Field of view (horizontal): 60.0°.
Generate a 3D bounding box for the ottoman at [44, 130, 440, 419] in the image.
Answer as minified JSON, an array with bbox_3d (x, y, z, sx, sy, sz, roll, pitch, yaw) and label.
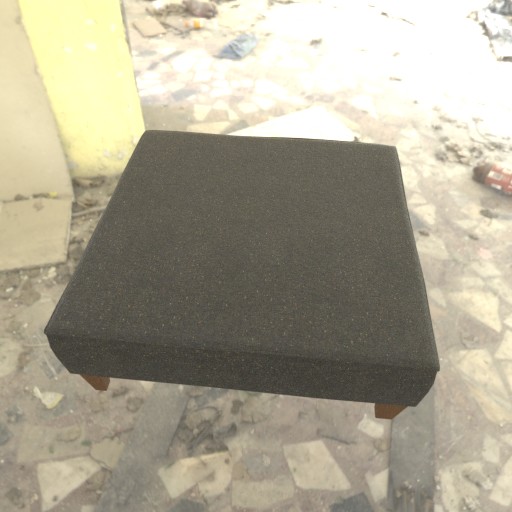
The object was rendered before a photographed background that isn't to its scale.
[{"bbox_3d":[0.000,0.000,1.538,1.004,0.382,0.968,4,47,4],"label":"ottoman"}]
